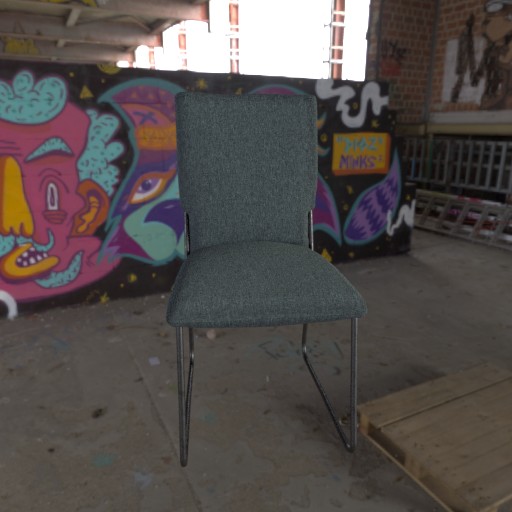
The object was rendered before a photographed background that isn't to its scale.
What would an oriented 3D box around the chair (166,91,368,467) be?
[{"bbox_3d":[0.000,0.000,1.282,0.480,0.931,0.635,-2,16,-6],"label":"chair"}]
